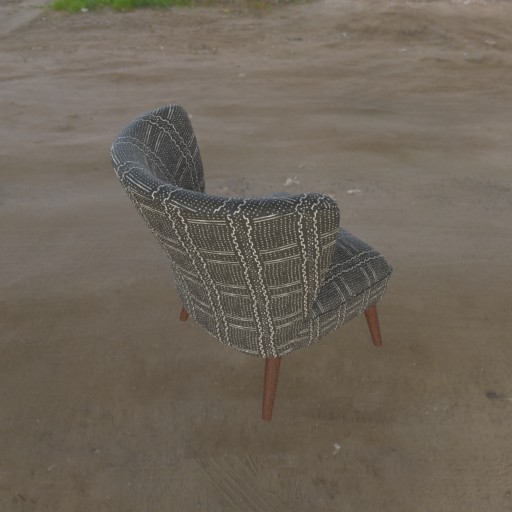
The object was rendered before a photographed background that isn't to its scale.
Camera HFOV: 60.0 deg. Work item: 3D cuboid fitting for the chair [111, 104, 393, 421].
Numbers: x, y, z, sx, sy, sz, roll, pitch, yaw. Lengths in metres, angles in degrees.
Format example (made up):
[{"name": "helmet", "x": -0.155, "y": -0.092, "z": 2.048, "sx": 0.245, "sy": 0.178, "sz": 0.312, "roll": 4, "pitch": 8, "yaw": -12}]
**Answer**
[{"name": "chair", "x": 0.000, "y": 0.000, "z": 1.440, "sx": 0.758, "sy": 0.866, "sz": 0.710, "roll": -26, "pitch": 47, "yaw": -27}]
